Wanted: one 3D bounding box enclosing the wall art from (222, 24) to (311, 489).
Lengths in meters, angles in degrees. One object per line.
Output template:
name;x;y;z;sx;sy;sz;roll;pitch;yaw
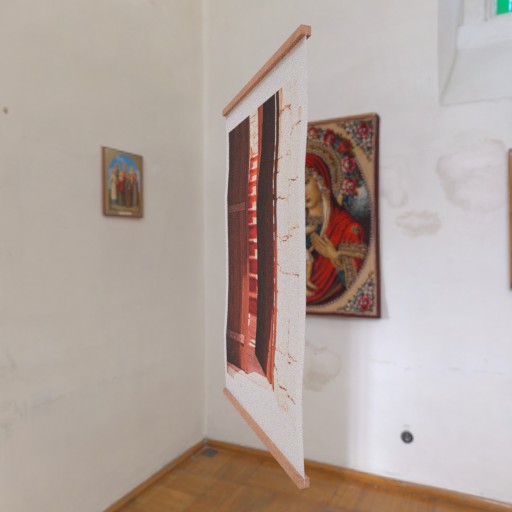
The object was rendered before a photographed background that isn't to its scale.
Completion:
wall art;0.000;0.000;0.643;0.012;0.508;0.332;-1;2;-19
